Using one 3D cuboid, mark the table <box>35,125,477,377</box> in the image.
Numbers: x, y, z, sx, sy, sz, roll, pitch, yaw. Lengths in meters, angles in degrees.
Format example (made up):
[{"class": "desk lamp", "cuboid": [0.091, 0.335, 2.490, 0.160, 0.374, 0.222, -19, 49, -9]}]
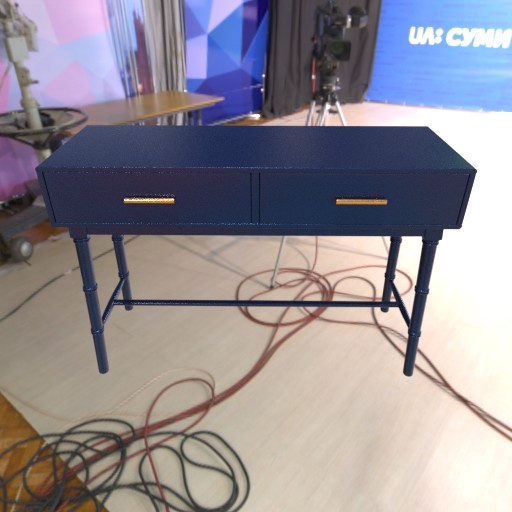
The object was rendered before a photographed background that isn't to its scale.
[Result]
[{"class": "table", "cuboid": [0.000, 0.000, 1.466, 1.118, 0.749, 0.399, 0, 32, 1]}]
